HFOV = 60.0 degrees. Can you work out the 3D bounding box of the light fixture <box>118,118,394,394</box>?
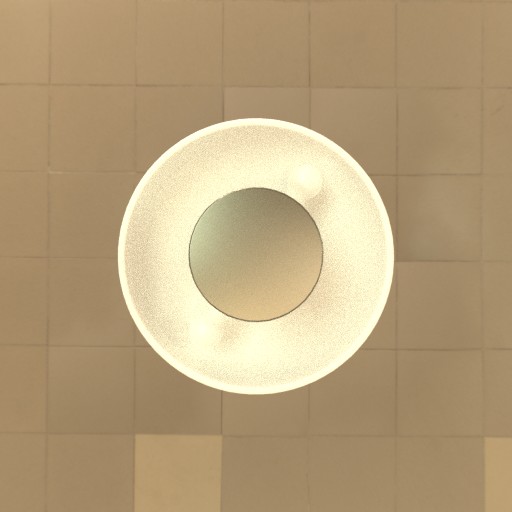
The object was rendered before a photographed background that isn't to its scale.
[{"bbox_3d":[0.000,0.000,0.546,0.330,0.214,0.330,0,89,0],"label":"light fixture"}]
